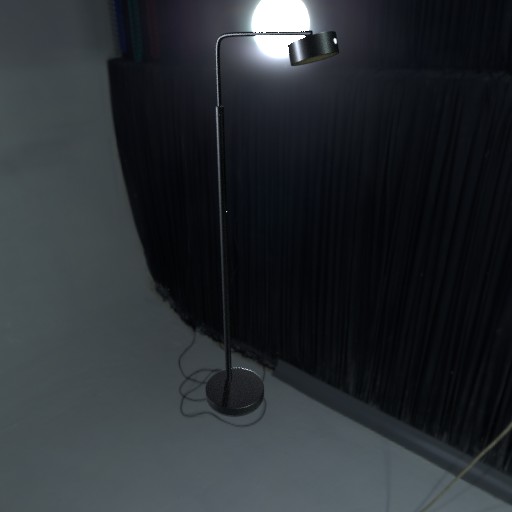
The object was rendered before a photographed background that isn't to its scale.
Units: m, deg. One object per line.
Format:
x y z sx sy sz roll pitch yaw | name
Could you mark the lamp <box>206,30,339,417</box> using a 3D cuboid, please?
0.000 0.000 1.358 0.418 1.230 0.219 18 31 33 | lamp
